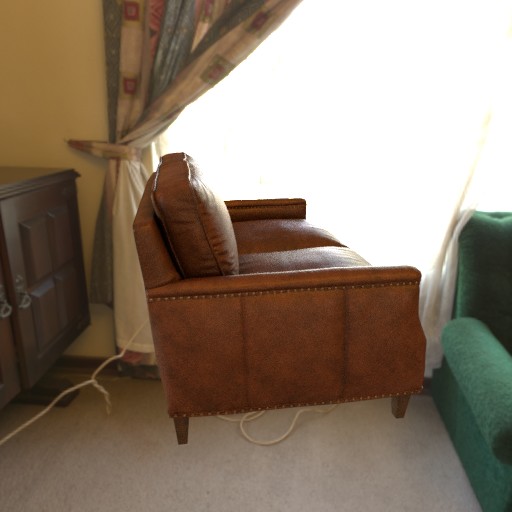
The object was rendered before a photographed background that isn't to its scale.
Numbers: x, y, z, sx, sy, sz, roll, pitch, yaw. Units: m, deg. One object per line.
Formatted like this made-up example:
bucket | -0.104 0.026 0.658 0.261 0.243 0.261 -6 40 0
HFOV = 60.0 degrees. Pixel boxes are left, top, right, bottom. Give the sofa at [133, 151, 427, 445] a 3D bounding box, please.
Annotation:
sofa | 0.000 0.000 2.293 1.083 1.003 1.628 -3 18 -9
